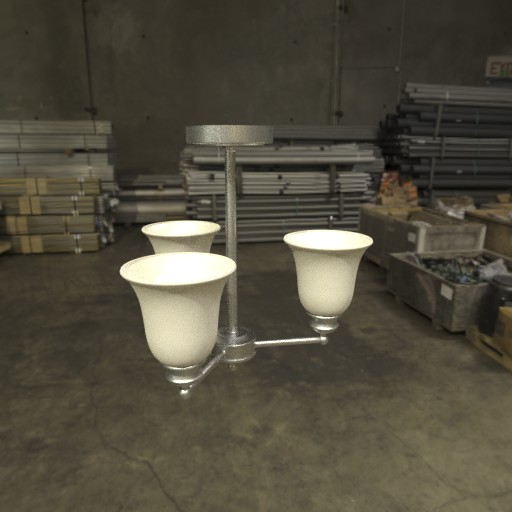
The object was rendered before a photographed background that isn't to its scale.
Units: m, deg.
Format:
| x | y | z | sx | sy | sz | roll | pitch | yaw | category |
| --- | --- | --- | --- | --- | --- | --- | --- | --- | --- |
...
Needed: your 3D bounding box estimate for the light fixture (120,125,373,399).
| x | y | z | sx | sy | sz | roll | pitch | yaw | category |
| --- | --- | --- | --- | --- | --- | --- | --- | --- | --- |
| 0.000 | 0.000 | 0.663 | 0.354 | 0.370 | 0.388 | -2 | 14 | -8 | light fixture |
